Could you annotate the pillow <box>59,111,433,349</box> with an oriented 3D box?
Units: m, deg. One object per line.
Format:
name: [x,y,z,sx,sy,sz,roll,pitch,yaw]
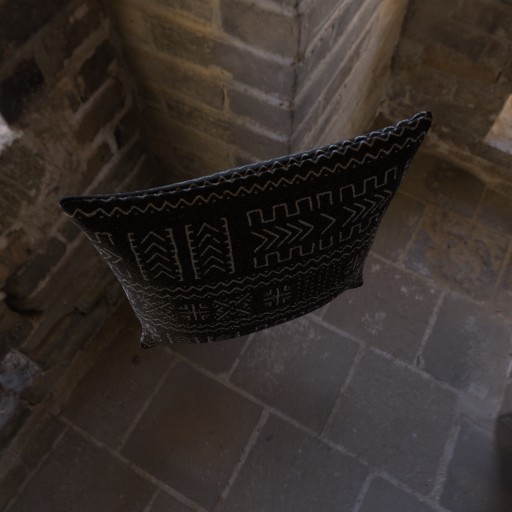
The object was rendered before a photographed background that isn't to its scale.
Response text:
pillow: [0.000,0.000,0.664,0.438,0.430,0.164,-15,60,-9]
